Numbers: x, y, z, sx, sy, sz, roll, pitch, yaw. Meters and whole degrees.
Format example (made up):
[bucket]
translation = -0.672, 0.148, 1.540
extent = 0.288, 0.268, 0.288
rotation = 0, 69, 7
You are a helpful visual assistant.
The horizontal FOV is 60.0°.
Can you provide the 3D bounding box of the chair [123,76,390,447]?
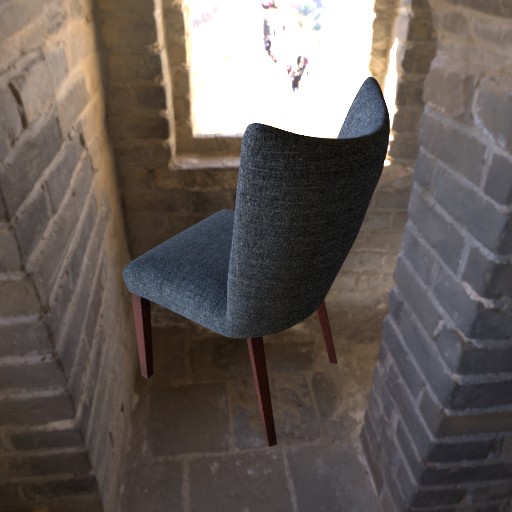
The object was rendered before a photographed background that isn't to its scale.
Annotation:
[chair]
translation = 0.000, 0.000, 1.262
extent = 0.623, 0.924, 0.535
rotation = 20, 37, 29
